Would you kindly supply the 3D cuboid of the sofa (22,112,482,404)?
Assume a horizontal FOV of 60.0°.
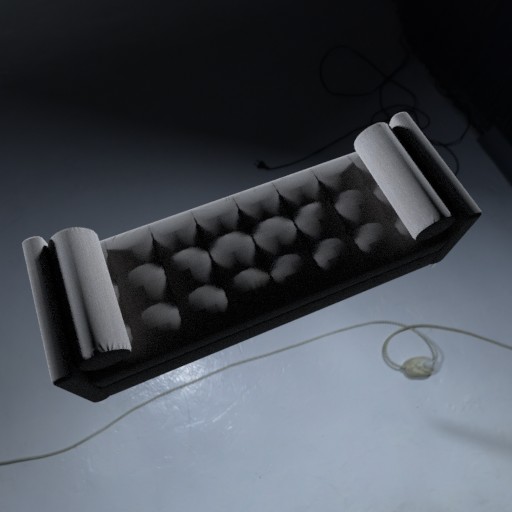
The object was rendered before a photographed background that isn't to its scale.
[{"bbox_3d":[0.000,0.000,2.264,1.981,0.635,0.686,-21,66,-10],"label":"sofa"}]
